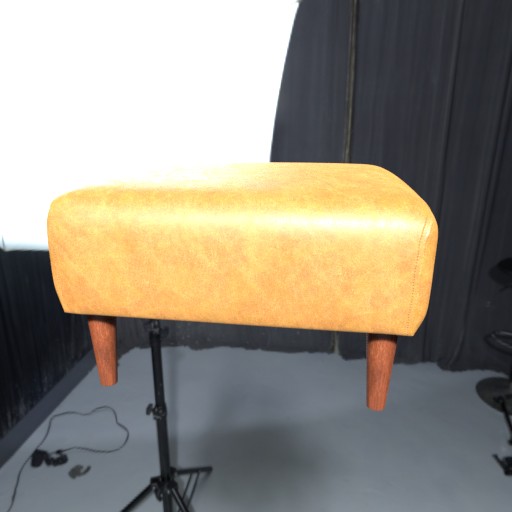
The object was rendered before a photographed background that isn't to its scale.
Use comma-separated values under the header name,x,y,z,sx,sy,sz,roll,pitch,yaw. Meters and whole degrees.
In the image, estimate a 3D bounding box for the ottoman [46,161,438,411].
name,x,y,z,sx,sy,sz,roll,pitch,yaw
ottoman,0.000,0.000,1.030,0.650,0.399,0.650,3,17,8
